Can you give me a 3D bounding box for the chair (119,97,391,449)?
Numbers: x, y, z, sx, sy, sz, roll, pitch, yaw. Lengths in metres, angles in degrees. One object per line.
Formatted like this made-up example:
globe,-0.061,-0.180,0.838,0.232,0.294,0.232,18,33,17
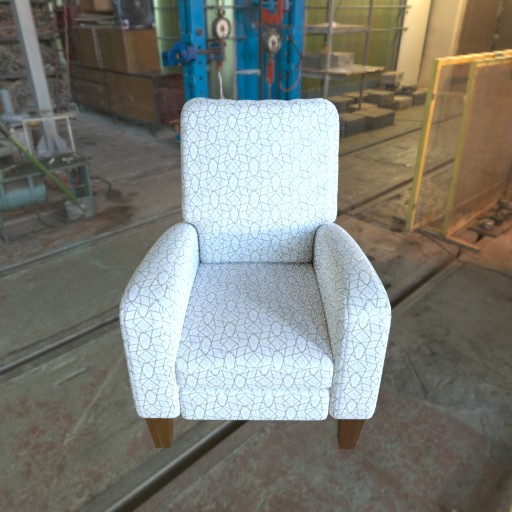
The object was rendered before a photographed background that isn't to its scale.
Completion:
chair,0.000,0.000,1.722,0.796,1.064,0.995,0,29,0
